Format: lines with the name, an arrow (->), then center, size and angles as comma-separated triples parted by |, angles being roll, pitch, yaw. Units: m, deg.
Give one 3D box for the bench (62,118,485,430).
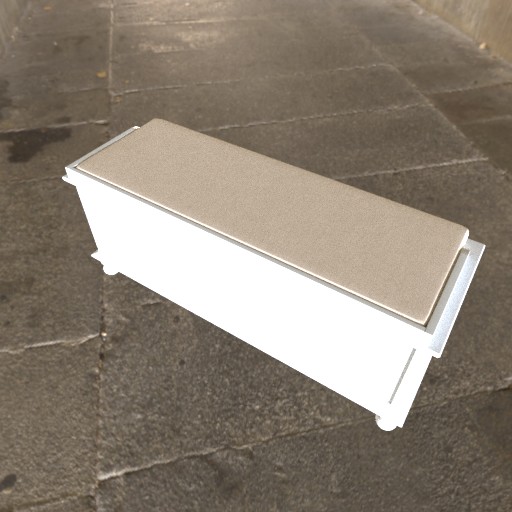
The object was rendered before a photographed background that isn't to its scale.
bench -> 0.000, 0.000, 1.417 | 1.185, 0.486, 0.402 | 25, 50, 22
